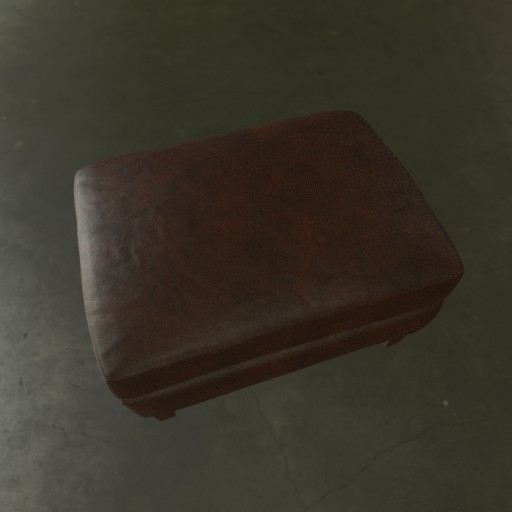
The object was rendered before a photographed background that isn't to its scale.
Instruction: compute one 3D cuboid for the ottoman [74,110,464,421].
[{"bbox_3d":[0.000,0.000,1.269,0.887,0.527,0.659,-15,57,-10],"label":"ottoman"}]
